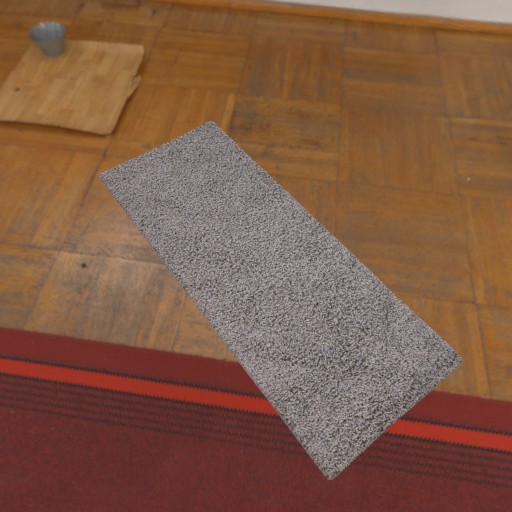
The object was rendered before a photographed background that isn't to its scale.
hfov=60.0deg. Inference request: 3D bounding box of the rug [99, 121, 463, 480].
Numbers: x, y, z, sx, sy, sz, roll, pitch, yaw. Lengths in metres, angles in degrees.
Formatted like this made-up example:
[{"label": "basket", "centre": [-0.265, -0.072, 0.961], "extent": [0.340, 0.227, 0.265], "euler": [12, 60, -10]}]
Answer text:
[{"label": "rug", "centre": [0.000, 0.000, 1.730], "extent": [0.609, 0.030, 1.524], "euler": [-32, 62, -20]}]
